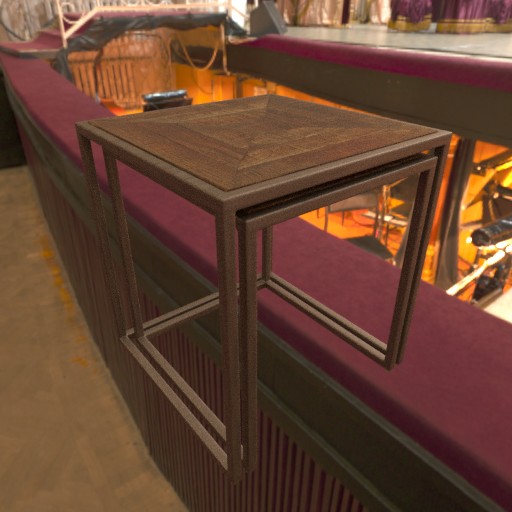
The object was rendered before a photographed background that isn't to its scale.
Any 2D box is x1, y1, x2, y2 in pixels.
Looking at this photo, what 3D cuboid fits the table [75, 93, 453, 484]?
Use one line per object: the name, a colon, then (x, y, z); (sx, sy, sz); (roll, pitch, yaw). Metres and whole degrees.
table: (0.000, 0.000, 0.861); (0.450, 0.500, 0.449); (-22, 36, -33)
